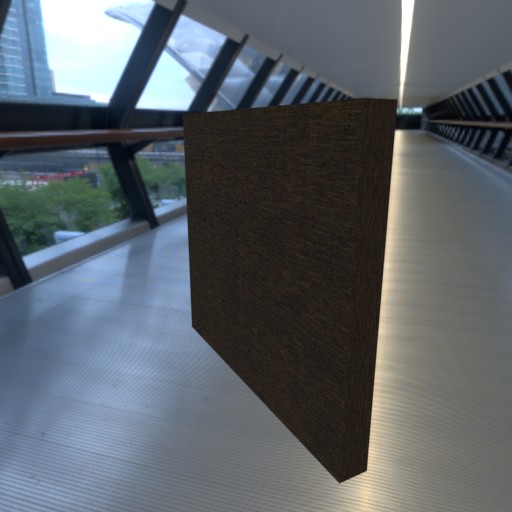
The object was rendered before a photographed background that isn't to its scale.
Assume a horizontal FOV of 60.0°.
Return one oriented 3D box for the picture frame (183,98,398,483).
[{"bbox_3d":[0.000,0.000,0.524,0.033,0.330,0.378,-8,18,-27],"label":"picture frame"}]
